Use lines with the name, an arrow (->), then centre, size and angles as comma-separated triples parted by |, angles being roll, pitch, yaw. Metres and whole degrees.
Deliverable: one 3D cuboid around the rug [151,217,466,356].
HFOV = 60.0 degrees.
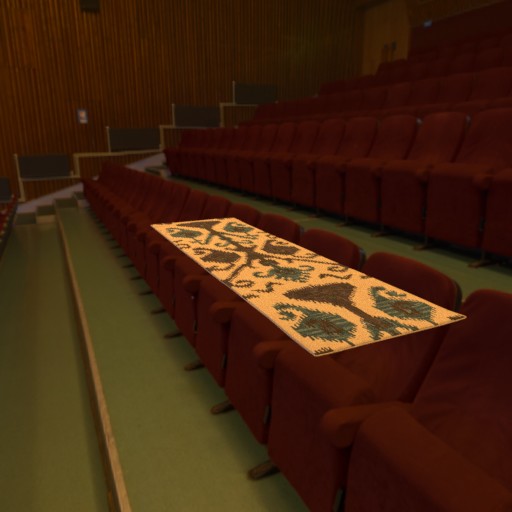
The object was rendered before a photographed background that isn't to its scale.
rug -> 0.000, 0.000, 2.551 | 0.692, 0.017, 2.301 | -7, 17, -25
